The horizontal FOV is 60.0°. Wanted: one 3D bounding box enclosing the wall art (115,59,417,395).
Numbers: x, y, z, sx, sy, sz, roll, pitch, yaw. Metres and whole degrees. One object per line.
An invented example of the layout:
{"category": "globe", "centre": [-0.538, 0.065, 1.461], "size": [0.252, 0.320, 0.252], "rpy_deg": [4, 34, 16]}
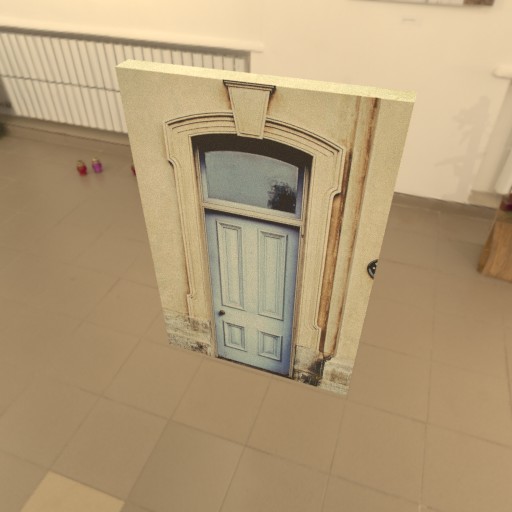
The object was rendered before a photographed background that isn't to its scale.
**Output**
{"category": "wall art", "centre": [0.000, 0.000, 0.775], "size": [0.403, 0.607, 0.036], "rpy_deg": [13, 42, 14]}
